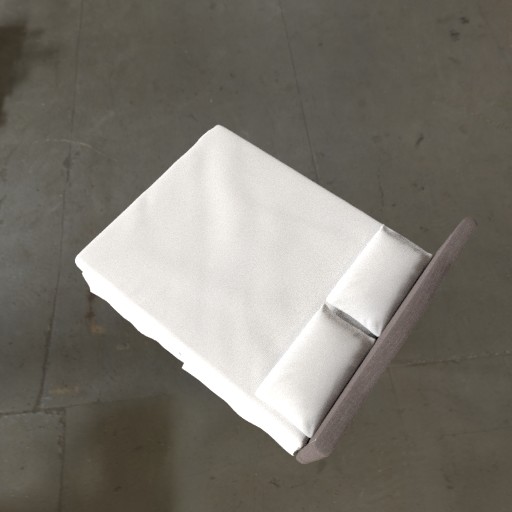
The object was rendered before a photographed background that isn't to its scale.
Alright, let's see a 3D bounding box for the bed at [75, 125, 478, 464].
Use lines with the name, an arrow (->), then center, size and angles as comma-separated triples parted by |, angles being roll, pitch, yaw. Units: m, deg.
bed -> 0.000, 0.000, 3.900 | 2.689, 1.457, 2.161 | 35, 69, 16
